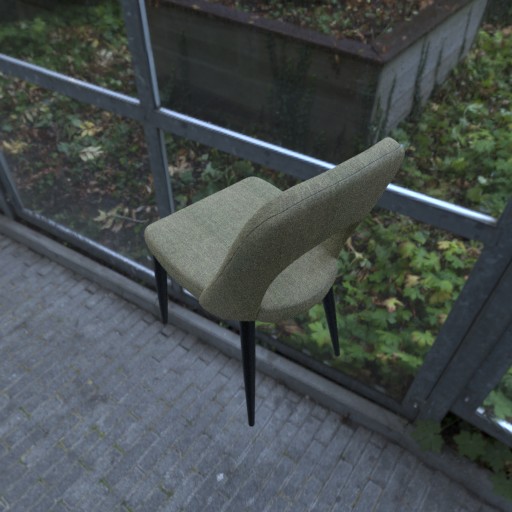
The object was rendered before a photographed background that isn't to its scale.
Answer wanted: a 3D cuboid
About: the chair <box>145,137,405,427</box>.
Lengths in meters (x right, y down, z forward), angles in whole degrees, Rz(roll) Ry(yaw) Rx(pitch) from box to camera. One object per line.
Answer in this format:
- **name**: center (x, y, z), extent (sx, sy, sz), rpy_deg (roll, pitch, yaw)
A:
- **chair**: center (0.000, 0.000, 1.311), extent (0.470, 0.931, 0.612), rpy_deg (-30, 53, -27)
